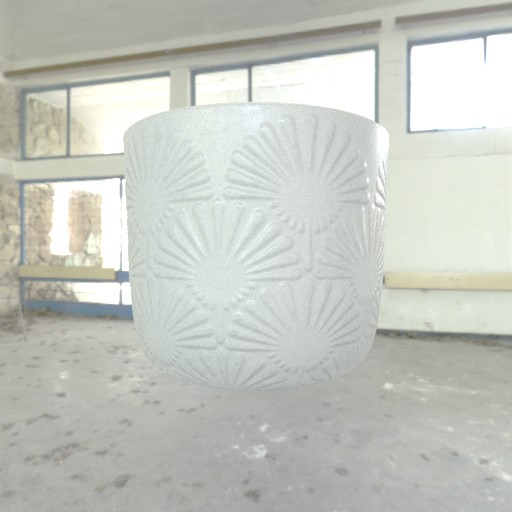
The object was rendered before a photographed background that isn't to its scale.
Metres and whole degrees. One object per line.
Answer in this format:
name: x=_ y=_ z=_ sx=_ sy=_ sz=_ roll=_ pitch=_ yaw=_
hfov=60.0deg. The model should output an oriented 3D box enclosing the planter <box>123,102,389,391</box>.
planter: x=0.000 y=0.000 z=0.216 sx=0.124 sy=0.109 sz=0.124 roll=0 pitch=1 yaw=0
